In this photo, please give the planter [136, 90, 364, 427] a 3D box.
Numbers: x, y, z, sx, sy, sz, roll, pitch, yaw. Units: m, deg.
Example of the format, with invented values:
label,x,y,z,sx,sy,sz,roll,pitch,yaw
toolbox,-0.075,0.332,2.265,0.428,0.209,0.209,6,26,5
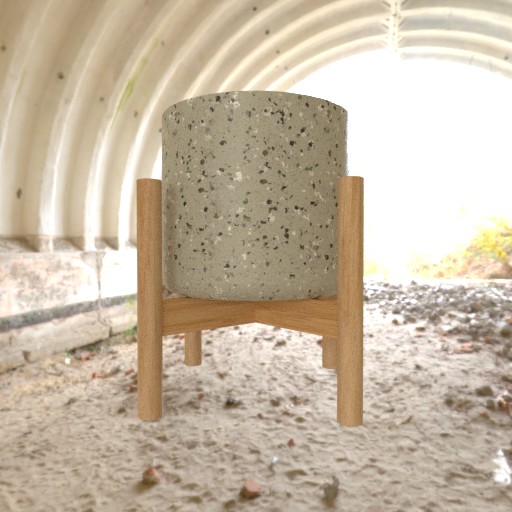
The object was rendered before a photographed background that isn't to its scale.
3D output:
label,x,y,z,sx,sy,sz,roll,pitch,yaw
planter,0.000,0.000,0.536,0.284,0.320,0.284,0,1,-18
